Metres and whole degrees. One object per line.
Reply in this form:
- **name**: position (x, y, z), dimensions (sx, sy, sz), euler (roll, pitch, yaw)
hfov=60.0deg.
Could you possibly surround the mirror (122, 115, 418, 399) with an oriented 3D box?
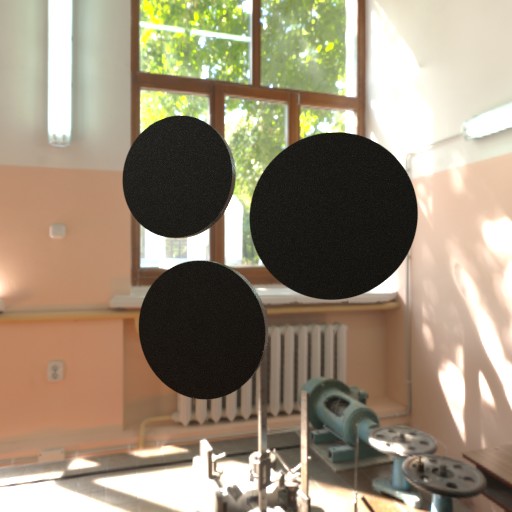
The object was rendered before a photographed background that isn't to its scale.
- **mirror**: position (0.000, 0.000, 3.150), dimensions (2.160, 2.096, 0.076), euler (0, 0, 18)
